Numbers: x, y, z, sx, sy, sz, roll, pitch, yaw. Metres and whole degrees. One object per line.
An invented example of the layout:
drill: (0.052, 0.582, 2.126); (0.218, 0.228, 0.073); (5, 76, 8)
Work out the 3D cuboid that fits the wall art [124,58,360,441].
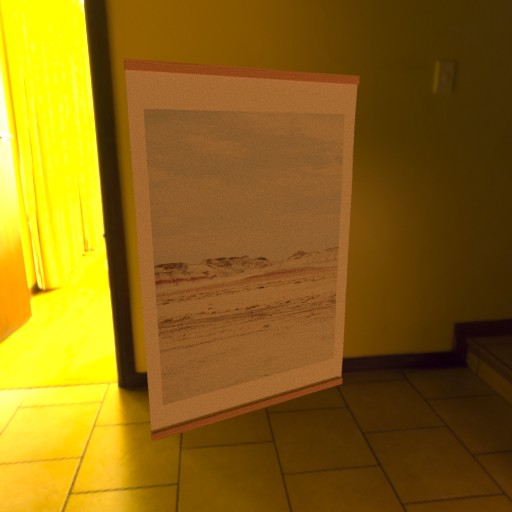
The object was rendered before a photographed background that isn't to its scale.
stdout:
wall art: (0.000, 0.000, 1.938); (1.011, 1.521, 0.025); (-8, 17, -26)
